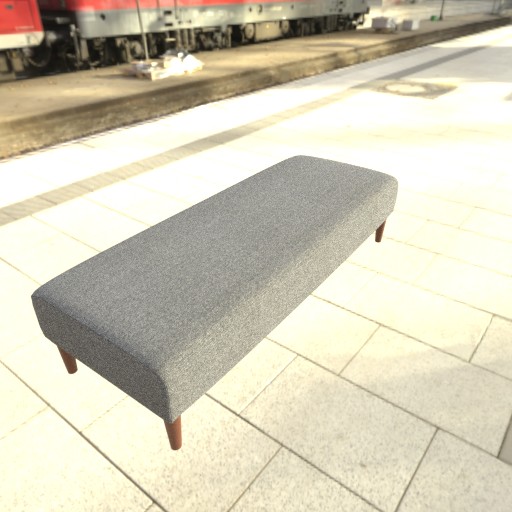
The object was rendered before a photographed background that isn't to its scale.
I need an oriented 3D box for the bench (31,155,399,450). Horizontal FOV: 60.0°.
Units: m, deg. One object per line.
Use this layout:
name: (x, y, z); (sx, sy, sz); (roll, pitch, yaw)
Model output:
bench: (0.000, 0.000, 1.851); (0.631, 0.384, 1.598); (21, 37, 30)
